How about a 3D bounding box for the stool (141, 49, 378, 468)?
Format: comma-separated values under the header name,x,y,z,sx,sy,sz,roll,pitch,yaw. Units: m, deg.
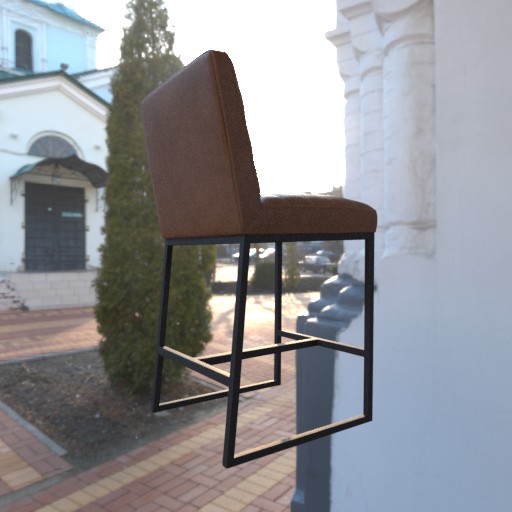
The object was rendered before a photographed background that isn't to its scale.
name,x,y,z,sx,sy,sz,roll,pitch,yaw
stool,0.000,0.000,1.293,0.556,0.940,0.458,0,1,-35
